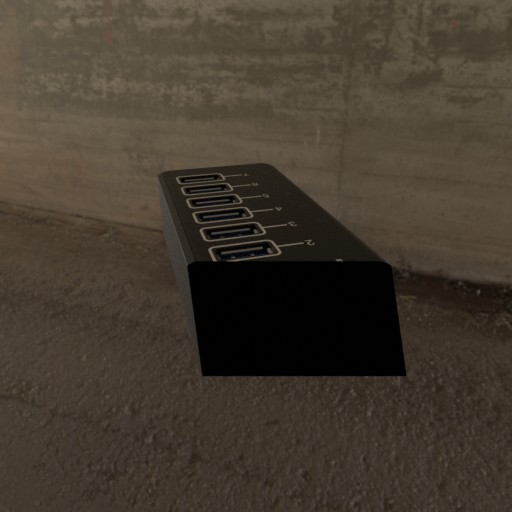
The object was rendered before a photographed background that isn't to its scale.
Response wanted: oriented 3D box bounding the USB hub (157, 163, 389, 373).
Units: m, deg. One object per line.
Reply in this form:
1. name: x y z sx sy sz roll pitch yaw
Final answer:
1. USB hub: 0.000 0.000 0.127 0.044 0.023 0.110 -8 28 -15
